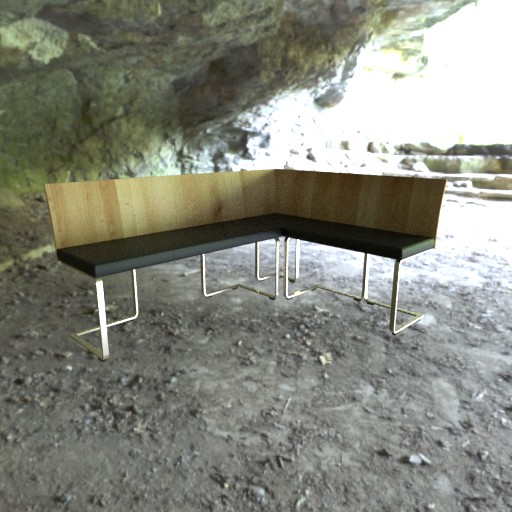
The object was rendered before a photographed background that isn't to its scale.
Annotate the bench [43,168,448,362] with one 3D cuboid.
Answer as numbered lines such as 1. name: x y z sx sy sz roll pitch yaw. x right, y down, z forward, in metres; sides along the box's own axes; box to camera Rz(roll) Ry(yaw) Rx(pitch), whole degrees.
1. bench: 0.000 0.000 2.792 1.945 0.930 1.495 -14 20 -43
